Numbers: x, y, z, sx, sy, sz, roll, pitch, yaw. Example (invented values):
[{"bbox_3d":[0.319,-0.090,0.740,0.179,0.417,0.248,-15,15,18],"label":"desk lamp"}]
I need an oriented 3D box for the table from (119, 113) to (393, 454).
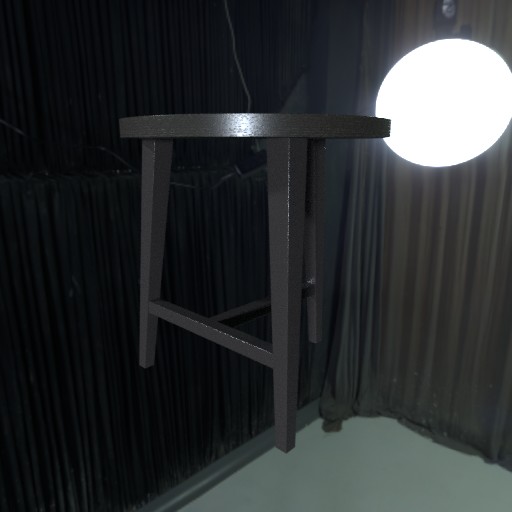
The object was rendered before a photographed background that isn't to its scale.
[{"bbox_3d":[0.000,0.000,0.911,0.500,0.531,0.500,0,14,0],"label":"table"}]
